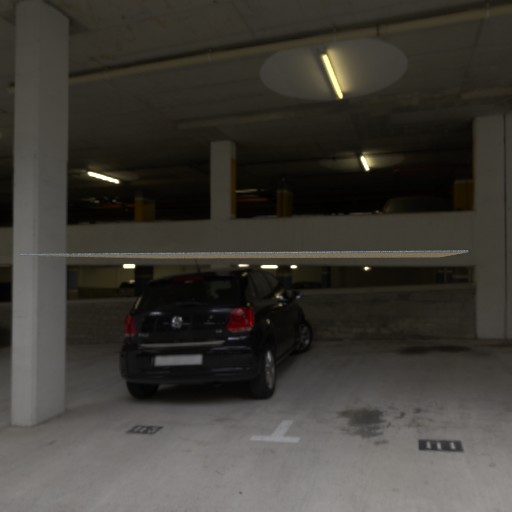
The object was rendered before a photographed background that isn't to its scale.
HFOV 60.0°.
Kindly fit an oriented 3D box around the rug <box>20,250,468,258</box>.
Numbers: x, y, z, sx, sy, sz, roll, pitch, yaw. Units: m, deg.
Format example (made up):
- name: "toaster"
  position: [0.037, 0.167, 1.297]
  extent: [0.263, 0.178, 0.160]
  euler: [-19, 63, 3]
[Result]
- name: "rug"
  position: [0.000, 0.000, 2.844]
  extent: [2.286, 0.006, 1.522]
  euler: [0, -1, 18]
